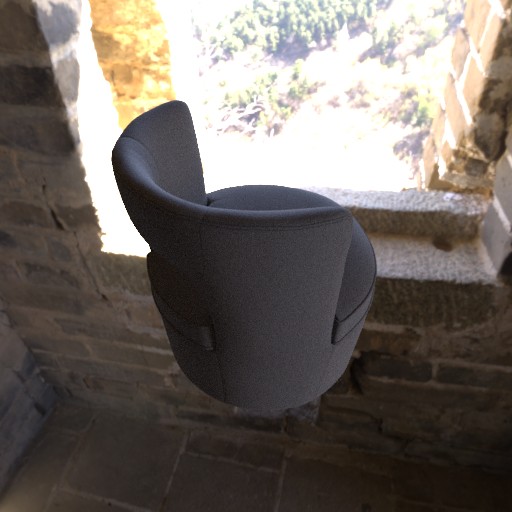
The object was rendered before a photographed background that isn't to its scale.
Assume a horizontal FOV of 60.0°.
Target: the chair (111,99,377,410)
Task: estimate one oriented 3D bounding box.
[{"bbox_3d":[0.000,0.000,1.267,0.660,0.719,0.689,-24,46,-26],"label":"chair"}]
